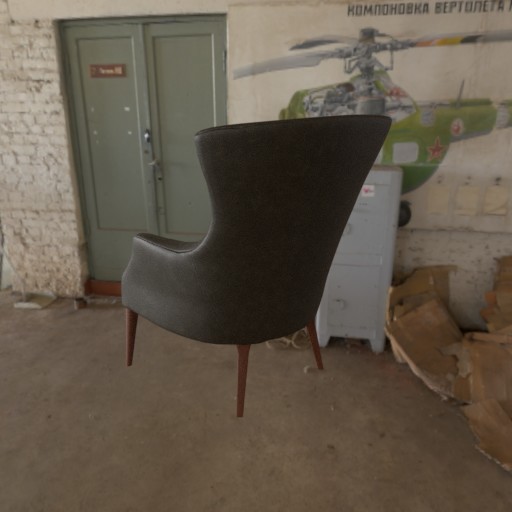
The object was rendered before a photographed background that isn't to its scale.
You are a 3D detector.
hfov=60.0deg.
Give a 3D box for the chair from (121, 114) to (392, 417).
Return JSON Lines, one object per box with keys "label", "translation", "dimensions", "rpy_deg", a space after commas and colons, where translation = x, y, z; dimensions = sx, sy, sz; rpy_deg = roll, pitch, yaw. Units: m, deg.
{"label": "chair", "translation": [0.000, 0.000, 1.760], "dimensions": [0.819, 1.068, 0.954], "rpy_deg": [-16, 23, -41]}
